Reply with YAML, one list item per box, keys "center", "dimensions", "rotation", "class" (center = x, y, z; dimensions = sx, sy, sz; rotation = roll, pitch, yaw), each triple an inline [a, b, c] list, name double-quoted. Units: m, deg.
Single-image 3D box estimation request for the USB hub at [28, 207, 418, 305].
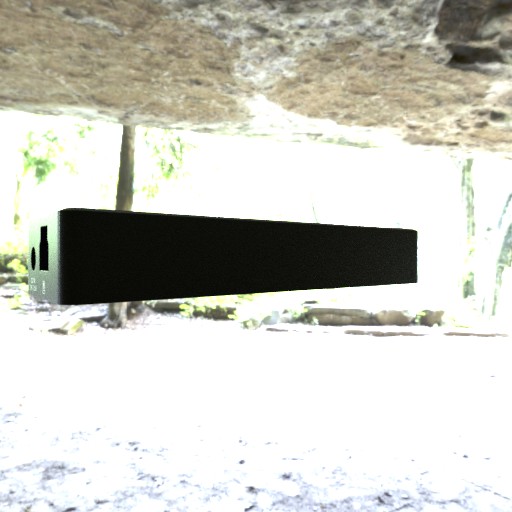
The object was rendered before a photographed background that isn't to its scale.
- center: [0.000, 0.000, 0.163]
  dimensions: [0.145, 0.023, 0.044]
  rotation: [0, 0, -37]
  class: "USB hub"
